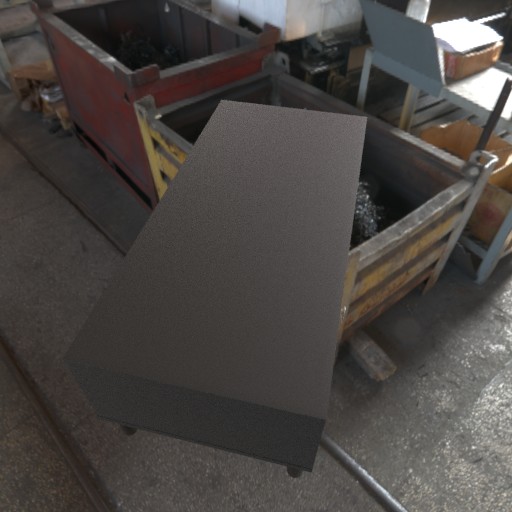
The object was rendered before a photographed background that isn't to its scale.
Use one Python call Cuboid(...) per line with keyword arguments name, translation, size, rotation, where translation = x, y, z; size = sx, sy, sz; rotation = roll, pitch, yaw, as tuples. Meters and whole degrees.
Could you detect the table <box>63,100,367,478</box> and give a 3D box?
Cuboid(name="table", translation=(0.000, 0.000, 1.350), size=(0.550, 0.400, 1.100), rotation=(10, 47, 9))
